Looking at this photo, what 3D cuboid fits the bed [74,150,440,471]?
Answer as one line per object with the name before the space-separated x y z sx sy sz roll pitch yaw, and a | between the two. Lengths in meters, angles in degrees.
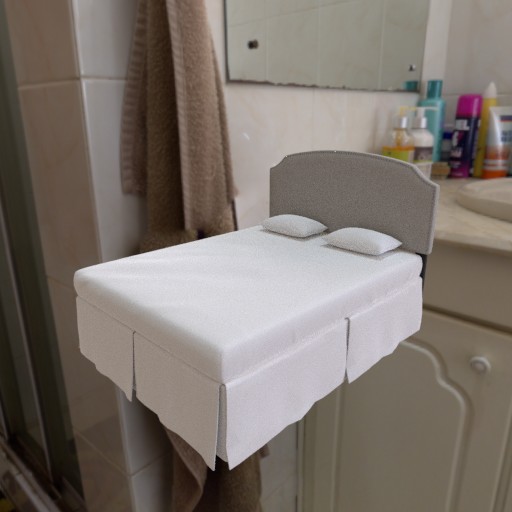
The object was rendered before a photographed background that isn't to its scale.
bed | 0.000 0.000 2.956 1.558 1.270 1.999 17 24 42
